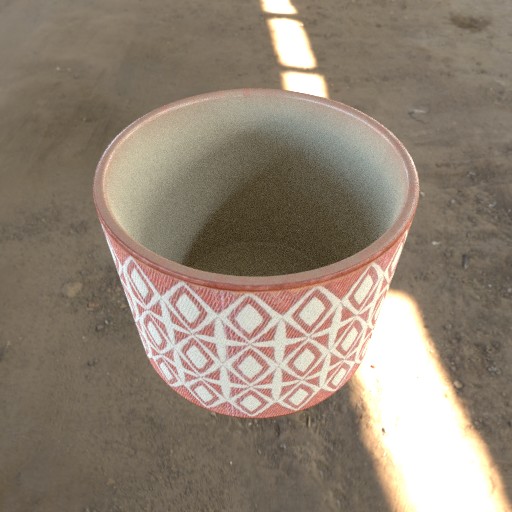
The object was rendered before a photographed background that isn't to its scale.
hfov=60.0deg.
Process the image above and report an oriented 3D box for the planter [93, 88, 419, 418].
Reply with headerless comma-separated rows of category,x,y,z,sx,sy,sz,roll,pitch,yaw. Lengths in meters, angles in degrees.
planter,0.000,0.000,0.467,0.273,0.237,0.273,0,47,0
